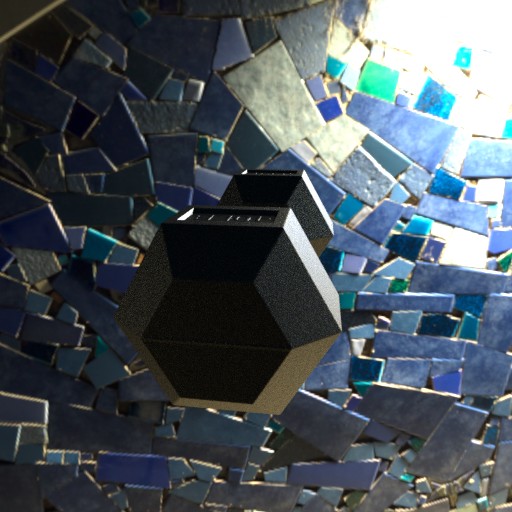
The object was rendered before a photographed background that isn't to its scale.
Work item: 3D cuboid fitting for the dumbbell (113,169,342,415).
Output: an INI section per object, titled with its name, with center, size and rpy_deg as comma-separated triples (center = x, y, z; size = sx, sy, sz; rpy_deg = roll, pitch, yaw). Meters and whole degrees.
[dumbbell]
center = 0.000, 0.000, 0.444
size = 0.157, 0.137, 0.361
rpy_deg = 3, 18, 8
